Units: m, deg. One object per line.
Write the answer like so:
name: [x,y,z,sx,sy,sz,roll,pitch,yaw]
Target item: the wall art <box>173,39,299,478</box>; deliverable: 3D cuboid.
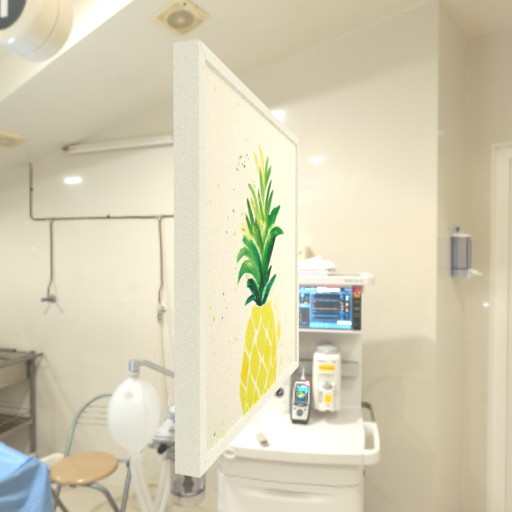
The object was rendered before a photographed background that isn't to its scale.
wall art: [0.000,0.000,0.458,0.020,0.307,0.307,0,1,19]
